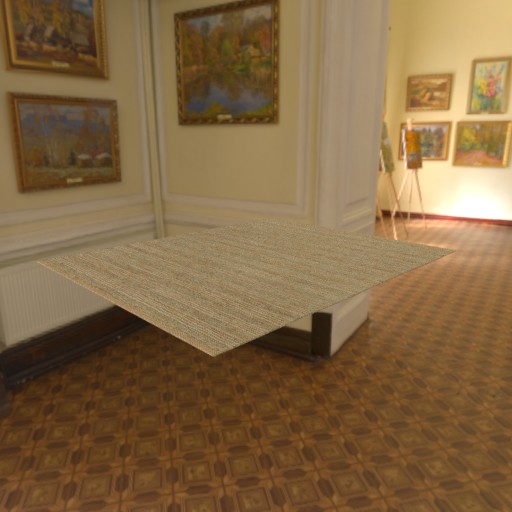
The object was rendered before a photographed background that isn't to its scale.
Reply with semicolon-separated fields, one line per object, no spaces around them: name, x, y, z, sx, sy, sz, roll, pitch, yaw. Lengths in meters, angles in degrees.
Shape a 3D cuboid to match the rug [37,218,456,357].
rug;0.000;0.000;4.113;3.034;0.012;2.471;-15;21;-43
